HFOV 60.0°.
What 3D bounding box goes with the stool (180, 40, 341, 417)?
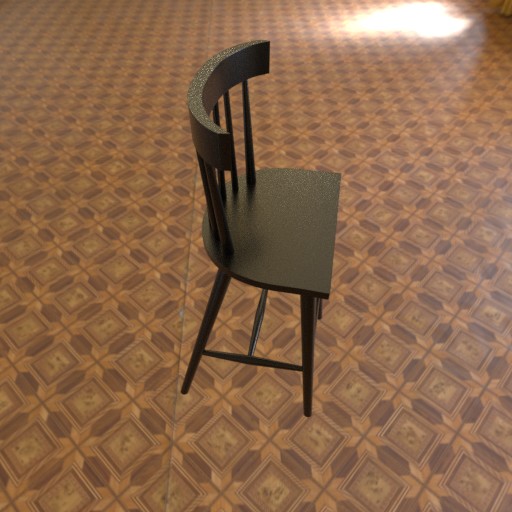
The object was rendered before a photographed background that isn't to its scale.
[{"bbox_3d":[0.000,0.000,1.345,0.483,1.092,0.482,8,47,7],"label":"stool"}]
